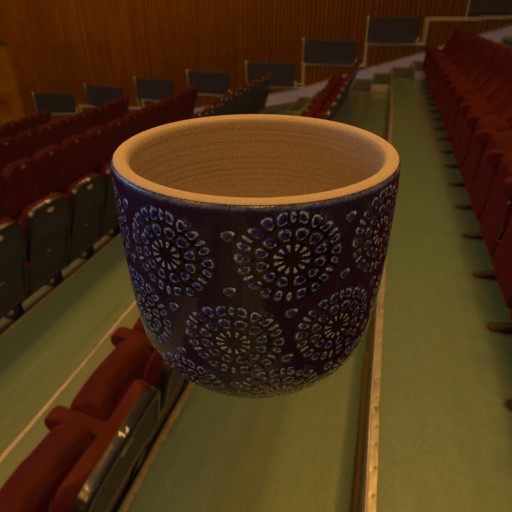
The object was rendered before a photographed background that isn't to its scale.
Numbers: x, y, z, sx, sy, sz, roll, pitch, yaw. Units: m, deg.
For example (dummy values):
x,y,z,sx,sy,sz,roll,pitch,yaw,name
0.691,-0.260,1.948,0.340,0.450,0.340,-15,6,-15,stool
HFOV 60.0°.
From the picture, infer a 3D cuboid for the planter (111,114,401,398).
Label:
x,y,z,sx,sy,sz,roll,pitch,yaw,name
0.000,0.000,0.296,0.165,0.149,0.165,0,31,0,planter
